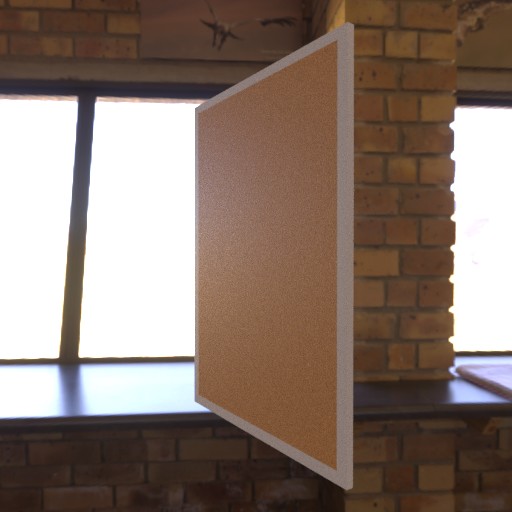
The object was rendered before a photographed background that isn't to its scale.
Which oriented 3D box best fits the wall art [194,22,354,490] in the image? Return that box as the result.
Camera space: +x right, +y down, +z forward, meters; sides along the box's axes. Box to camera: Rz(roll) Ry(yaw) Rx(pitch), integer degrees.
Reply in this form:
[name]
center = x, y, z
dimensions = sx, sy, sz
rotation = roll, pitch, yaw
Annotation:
[wall art]
center = 0.000, 0.000, 0.809
dimensions = 0.013, 0.656, 0.456
rotation = 0, 1, -36
